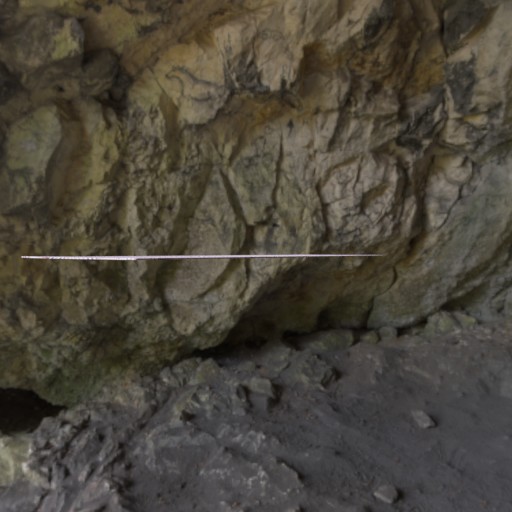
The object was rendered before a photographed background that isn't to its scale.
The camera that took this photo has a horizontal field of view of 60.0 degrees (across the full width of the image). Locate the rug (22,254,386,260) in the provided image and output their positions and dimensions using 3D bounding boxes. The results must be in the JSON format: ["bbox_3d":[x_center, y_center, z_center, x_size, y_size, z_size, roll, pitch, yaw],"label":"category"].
[{"bbox_3d":[0.000,0.000,2.692,0.771,0.009,2.443,0,1,35],"label":"rug"}]
